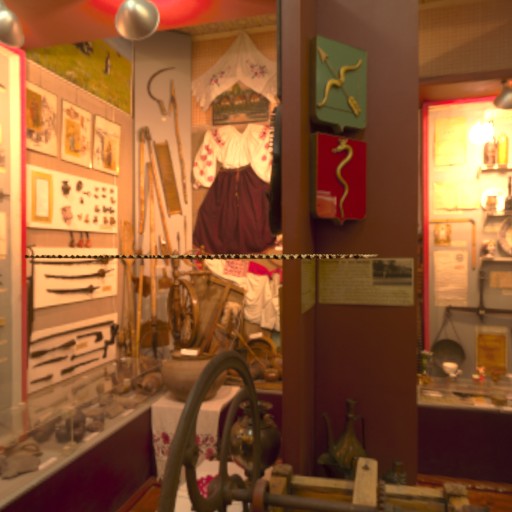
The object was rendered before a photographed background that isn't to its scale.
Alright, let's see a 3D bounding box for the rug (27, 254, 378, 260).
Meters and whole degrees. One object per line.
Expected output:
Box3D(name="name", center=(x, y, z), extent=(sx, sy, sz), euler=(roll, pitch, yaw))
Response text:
Box3D(name="rug", center=(0.000, 0.000, 2.979), extent=(1.530, 0.025, 2.431), euler=(0, 0, 17))
